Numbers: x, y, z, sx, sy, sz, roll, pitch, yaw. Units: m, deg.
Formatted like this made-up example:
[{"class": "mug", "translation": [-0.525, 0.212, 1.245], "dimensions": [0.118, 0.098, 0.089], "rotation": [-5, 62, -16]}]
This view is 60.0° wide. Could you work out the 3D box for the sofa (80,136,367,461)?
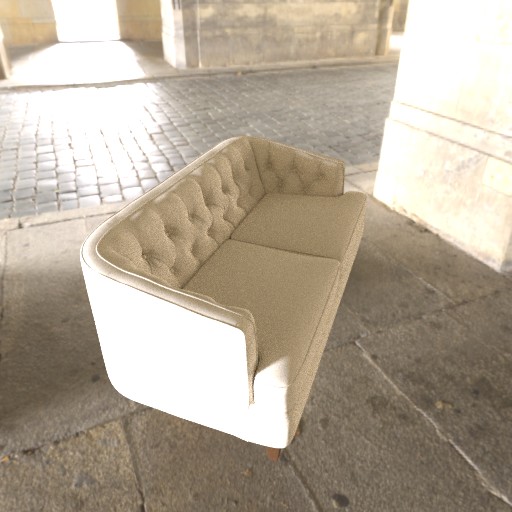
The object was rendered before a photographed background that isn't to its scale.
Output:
[{"class": "sofa", "translation": [0.000, 0.000, 2.293], "dimensions": [0.941, 0.855, 1.733], "rotation": [11, 33, 17]}]
